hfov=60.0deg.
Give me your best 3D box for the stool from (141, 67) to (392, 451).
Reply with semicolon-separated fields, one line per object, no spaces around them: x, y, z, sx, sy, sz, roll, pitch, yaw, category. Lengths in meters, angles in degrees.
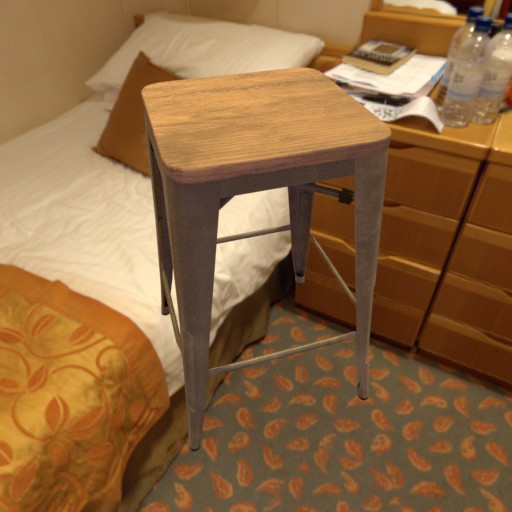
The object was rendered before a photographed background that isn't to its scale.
0.000;0.000;0.885;0.407;0.607;0.407;-12;42;-13;stool
